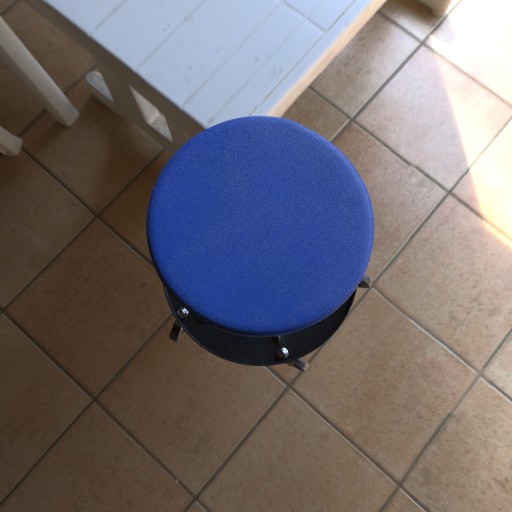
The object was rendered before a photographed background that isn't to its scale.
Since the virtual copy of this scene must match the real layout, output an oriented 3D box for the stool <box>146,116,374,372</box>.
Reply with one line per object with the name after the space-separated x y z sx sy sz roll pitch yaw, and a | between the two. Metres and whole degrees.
0.000 0.000 0.695 0.381 0.365 0.382 34 80 7 | stool
